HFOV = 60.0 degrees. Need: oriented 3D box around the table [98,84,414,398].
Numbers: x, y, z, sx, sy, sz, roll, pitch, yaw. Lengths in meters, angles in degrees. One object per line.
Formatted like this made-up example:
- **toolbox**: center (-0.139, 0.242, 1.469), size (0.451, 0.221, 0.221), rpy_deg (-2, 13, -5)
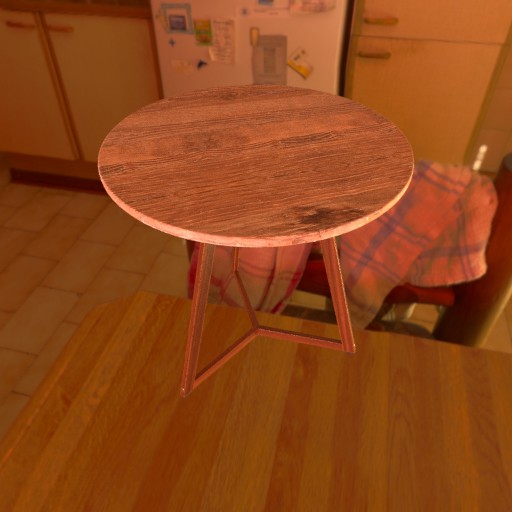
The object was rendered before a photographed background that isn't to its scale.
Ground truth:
- **table**: center (0.000, 0.000, 0.889), size (0.500, 0.500, 0.500), rpy_deg (0, 42, 0)
